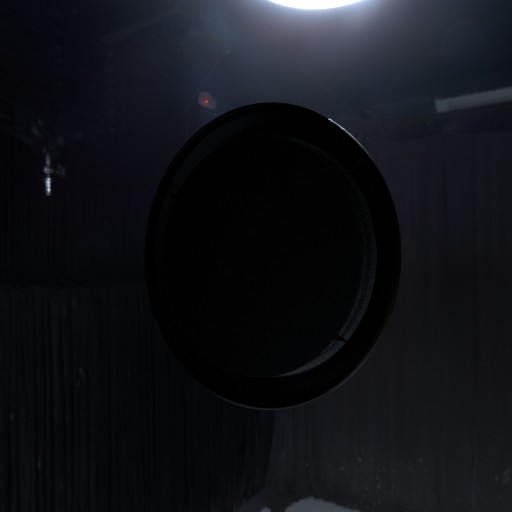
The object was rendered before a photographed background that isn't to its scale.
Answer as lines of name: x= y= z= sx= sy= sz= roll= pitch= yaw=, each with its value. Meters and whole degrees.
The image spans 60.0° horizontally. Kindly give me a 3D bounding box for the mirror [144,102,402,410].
mirror: x=0.000 y=0.000 z=1.374 sx=0.907 sy=0.907 sz=0.111 roll=0 pitch=-1 yaw=35
